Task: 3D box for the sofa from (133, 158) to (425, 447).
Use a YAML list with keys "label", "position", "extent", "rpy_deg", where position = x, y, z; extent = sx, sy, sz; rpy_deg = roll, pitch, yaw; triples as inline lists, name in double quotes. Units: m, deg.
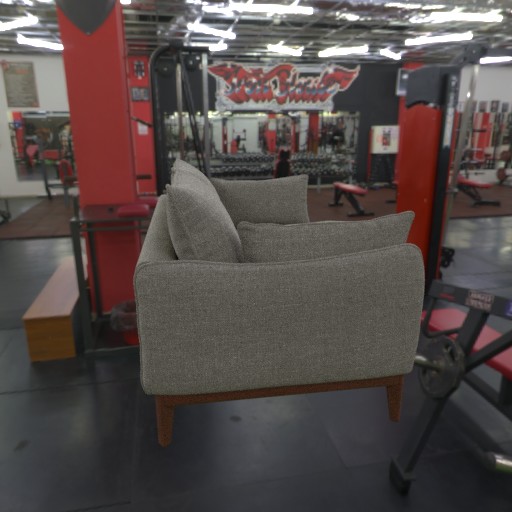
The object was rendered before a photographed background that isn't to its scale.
- label: "sofa"
  position: [0.000, 0.000, 2.112]
  extent: [0.972, 0.851, 1.580]
  rpy_deg: [-3, 16, -9]
